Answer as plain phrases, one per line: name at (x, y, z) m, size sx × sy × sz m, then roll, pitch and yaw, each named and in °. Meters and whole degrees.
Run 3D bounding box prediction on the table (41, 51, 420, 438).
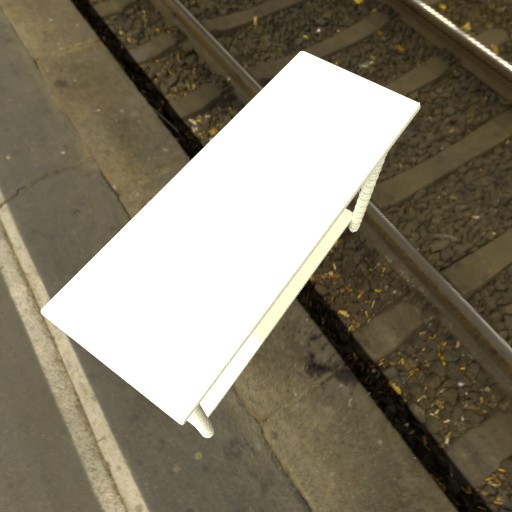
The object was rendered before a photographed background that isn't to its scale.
table at (0.000, 0.000, 1.561) m, size 0.459 × 0.740 × 1.184 m, roll 32°, pitch 66°, yaw 16°
